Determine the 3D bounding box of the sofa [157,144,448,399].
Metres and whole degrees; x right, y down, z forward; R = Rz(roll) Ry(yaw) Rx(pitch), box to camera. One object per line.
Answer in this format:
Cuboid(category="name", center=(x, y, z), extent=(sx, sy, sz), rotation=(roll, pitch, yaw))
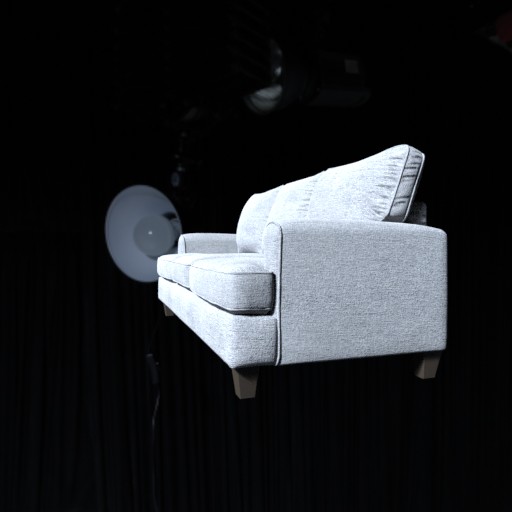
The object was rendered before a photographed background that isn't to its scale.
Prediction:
Cuboid(category="sofa", center=(0.000, 0.000, 2.642), extent=(0.951, 0.965, 2.158), rotation=(0, 1, -19))
